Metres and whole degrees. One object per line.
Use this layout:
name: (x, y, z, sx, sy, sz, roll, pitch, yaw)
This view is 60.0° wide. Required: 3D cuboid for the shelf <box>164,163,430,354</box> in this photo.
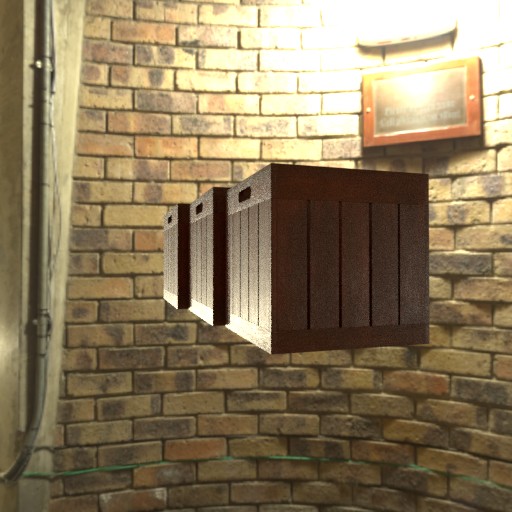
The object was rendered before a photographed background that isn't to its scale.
shelf: (0.000, 0.000, 1.226, 0.393, 0.311, 1.064, 0, -1, -18)
